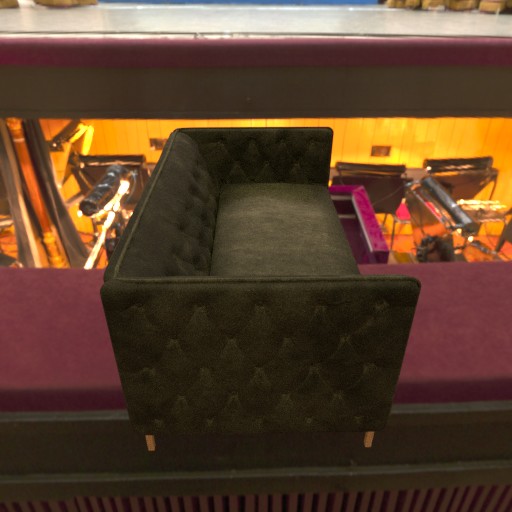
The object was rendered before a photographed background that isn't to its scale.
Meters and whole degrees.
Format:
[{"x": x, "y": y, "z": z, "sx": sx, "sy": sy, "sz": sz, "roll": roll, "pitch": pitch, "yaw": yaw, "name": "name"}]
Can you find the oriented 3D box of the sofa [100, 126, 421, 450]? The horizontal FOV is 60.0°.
[{"x": 0.000, "y": 0.000, "z": 2.018, "sx": 0.895, "sy": 0.768, "sz": 1.537, "roll": -1, "pitch": 32, "yaw": -1, "name": "sofa"}]
